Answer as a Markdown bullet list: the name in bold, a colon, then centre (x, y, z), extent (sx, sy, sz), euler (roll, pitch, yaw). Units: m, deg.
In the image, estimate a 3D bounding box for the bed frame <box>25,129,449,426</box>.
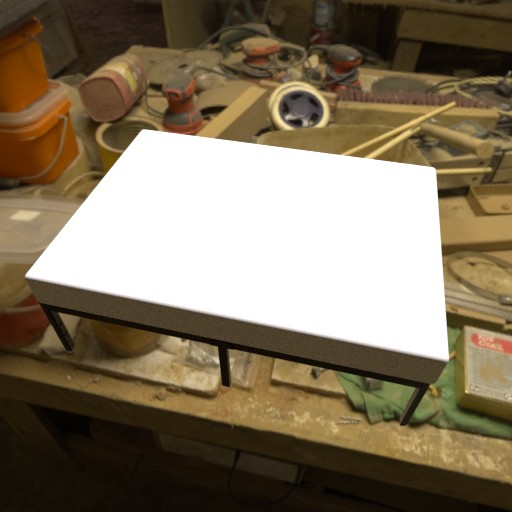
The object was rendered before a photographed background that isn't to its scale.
- **bed frame**: centre (0.000, 0.000, 2.657), extent (1.956, 0.659, 1.408), euler (10, 47, 9)
